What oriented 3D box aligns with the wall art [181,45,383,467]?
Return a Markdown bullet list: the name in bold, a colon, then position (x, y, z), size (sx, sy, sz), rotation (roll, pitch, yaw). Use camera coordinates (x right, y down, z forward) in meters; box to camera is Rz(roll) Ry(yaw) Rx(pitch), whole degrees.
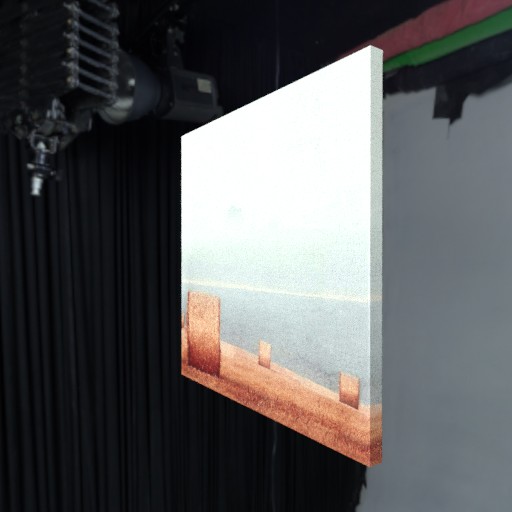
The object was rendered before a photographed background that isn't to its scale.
- **wall art**: position (0.000, 0.000, 1.117), size (0.042, 0.760, 0.760), rotation (0, 0, -36)
